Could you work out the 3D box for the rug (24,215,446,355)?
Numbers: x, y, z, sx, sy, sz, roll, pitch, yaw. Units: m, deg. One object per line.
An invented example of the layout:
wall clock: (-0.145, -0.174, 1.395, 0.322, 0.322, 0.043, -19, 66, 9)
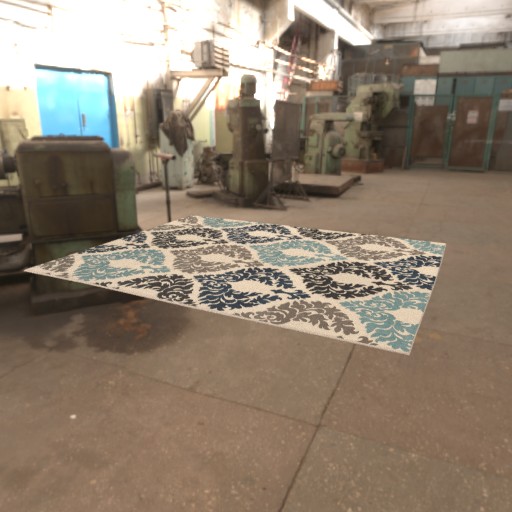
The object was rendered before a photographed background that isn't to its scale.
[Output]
rug: (0.000, 0.000, 4.006, 3.040, 0.014, 2.423, 8, 19, 25)
